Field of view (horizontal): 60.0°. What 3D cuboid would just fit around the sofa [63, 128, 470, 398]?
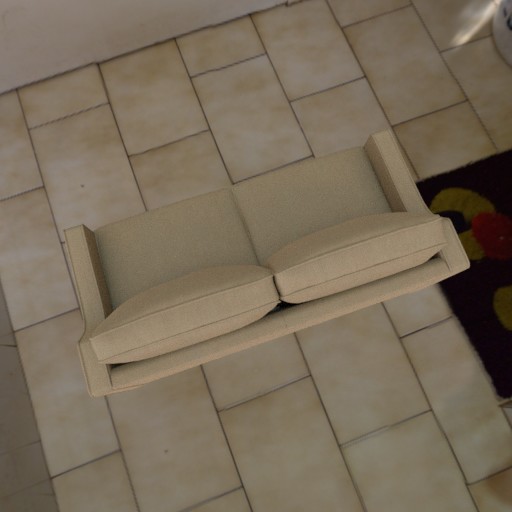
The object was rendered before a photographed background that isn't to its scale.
[{"bbox_3d":[0.000,0.000,2.850,2.178,1.071,1.066,-18,76,-5],"label":"sofa"}]
